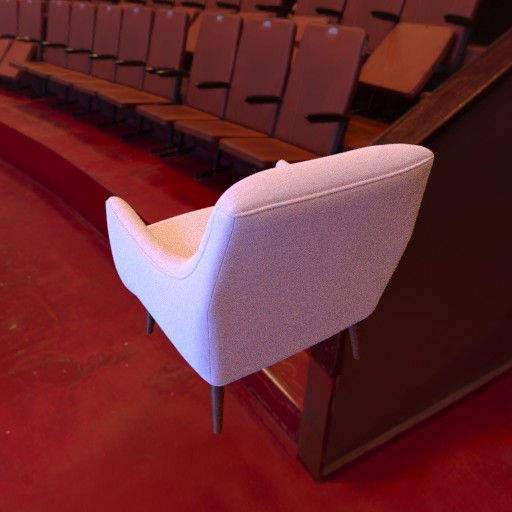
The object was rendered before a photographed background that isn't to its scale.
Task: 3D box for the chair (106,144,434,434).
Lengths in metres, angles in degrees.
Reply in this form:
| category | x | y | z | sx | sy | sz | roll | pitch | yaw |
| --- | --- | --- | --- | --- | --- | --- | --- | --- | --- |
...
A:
| category | x | y | z | sx | sy | sz | roll | pitch | yaw |
| --- | --- | --- | --- | --- | --- | --- | --- | --- | --- |
| chair | 0.000 | 0.000 | 1.464 | 0.762 | 0.838 | 0.787 | -18 | 35 | -28 |
